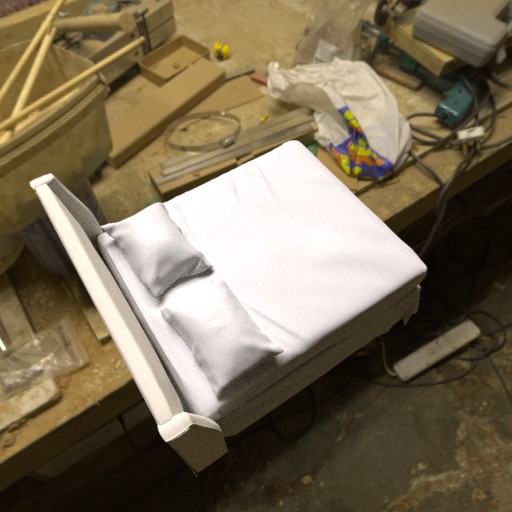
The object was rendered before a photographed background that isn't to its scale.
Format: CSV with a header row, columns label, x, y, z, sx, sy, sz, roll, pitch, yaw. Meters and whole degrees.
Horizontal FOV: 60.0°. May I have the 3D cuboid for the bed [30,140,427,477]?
label,x,y,z,sx,sy,sz,roll,pitch,yaw
bed,0.000,0.000,3.306,2.276,1.332,1.925,-29,62,-17
